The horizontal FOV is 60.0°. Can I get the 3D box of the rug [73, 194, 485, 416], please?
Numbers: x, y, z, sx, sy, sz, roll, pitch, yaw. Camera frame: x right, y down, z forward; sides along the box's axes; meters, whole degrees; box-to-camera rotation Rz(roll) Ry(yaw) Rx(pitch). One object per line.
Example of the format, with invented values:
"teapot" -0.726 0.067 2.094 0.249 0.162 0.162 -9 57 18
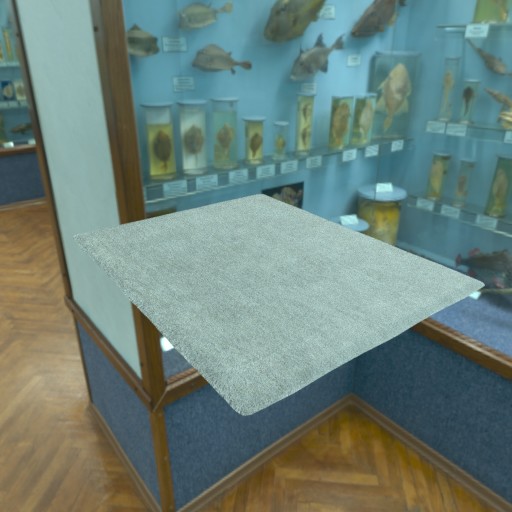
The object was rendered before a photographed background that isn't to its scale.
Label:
"rug" 0.000 0.000 3.868 2.332 0.027 2.933 -18 31 -33
